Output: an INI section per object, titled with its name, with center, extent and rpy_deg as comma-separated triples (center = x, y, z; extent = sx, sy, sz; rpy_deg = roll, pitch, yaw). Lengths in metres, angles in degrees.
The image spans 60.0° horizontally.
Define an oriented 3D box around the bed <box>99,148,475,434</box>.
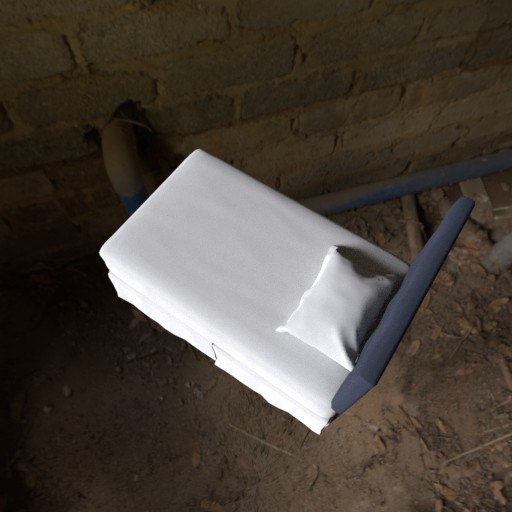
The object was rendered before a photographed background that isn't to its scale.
[bed]
center = 0.000, 0.000, 2.995
extent = 1.997, 1.571, 1.261
rpy_deg = 31, 67, 15
